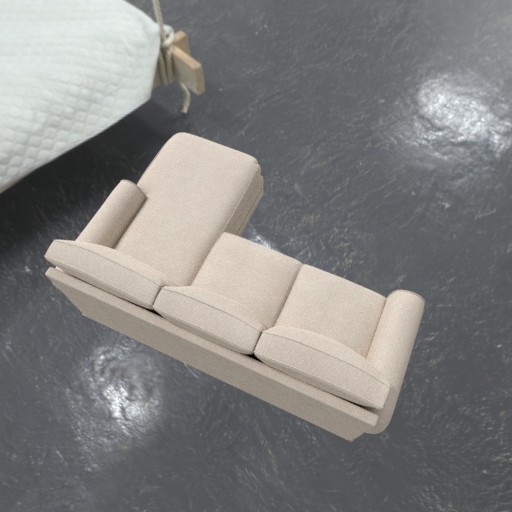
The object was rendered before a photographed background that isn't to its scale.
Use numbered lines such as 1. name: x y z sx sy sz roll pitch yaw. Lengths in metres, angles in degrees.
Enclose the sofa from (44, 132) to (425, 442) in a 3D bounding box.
1. sofa: 0.000 0.000 2.377 1.770 0.734 1.226 22 64 11
